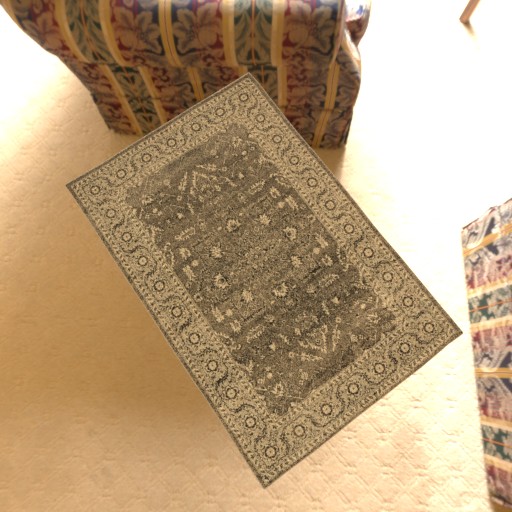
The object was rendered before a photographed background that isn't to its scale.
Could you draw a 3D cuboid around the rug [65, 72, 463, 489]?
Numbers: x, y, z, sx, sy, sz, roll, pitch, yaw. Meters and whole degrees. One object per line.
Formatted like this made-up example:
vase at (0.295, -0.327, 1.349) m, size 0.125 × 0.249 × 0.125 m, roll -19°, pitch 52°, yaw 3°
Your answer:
rug at (0.000, 0.000, 2.270) m, size 1.209 × 0.019 × 1.828 m, roll -35°, pitch 78°, yaw -8°
